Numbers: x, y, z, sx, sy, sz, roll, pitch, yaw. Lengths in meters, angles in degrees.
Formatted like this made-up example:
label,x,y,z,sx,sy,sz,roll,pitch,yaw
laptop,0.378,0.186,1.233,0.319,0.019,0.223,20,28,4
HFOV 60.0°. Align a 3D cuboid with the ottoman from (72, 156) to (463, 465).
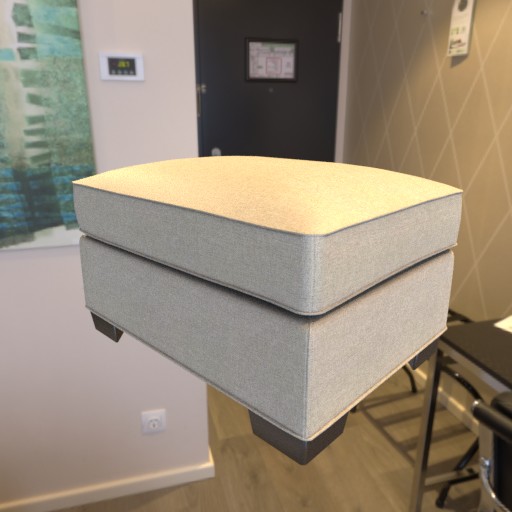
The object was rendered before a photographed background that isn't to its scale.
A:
label,x,y,z,sx,sy,sz,roll,pitch,yaw
ottoman,0.000,0.000,1.198,0.843,0.504,0.619,16,24,42
